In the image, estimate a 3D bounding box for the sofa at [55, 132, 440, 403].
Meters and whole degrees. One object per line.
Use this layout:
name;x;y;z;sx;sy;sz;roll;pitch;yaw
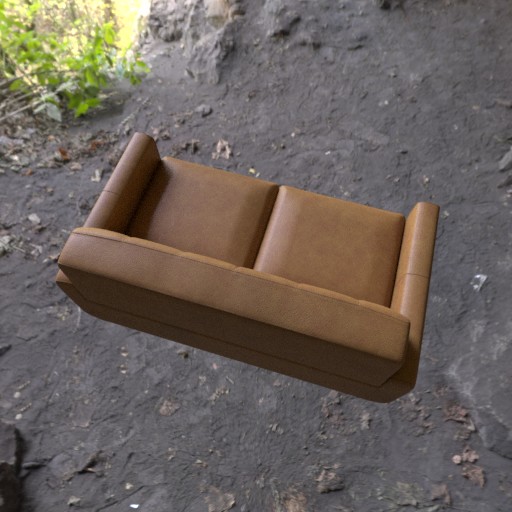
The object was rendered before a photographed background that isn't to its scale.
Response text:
sofa;0.000;0.000;2.255;1.651;0.925;0.952;15;65;7
